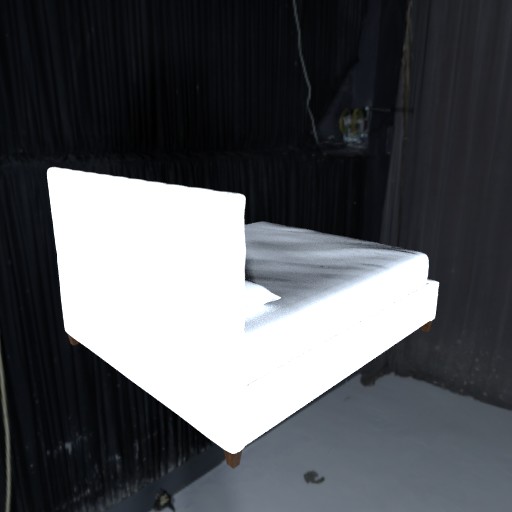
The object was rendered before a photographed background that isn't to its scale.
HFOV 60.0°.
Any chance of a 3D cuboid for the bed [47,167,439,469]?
[{"bbox_3d":[0.000,0.000,3.576,2.078,1.427,2.387,15,22,43],"label":"bed"}]
